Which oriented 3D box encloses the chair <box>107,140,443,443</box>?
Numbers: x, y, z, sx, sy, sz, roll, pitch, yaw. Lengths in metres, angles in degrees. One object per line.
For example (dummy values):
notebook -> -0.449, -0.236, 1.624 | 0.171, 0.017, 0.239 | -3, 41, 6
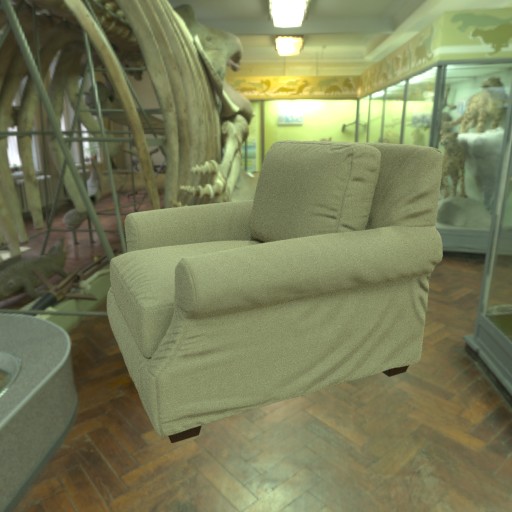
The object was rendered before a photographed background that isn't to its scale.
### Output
chair -> 0.000, 0.000, 1.724 | 1.066, 0.866, 0.940 | -8, 17, -25
